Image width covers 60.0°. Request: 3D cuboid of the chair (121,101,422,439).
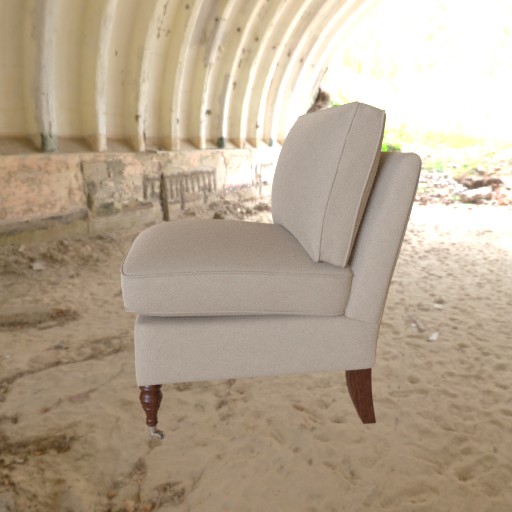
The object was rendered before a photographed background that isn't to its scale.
[{"bbox_3d":[0.000,0.000,1.665,0.912,1.052,0.724,-2,14,-8],"label":"chair"}]
